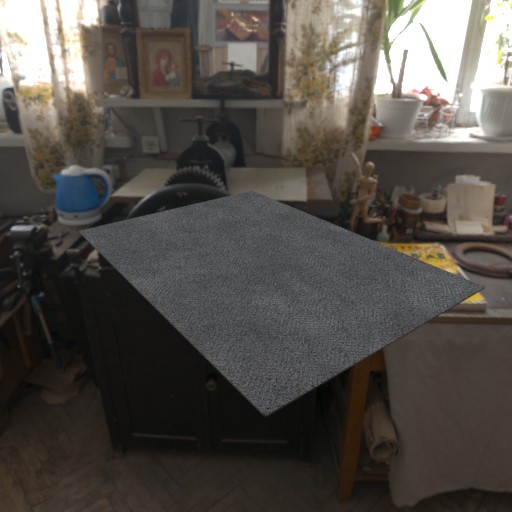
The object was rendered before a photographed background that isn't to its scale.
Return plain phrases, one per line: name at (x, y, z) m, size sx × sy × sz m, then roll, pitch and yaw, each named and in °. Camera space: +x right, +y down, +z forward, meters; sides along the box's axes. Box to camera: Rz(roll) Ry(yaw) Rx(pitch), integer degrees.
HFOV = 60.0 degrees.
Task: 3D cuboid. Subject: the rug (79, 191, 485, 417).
rug at (0.000, 0.000, 2.900) m, size 1.600 × 0.008 × 2.235 m, roll -18°, pitch 32°, yaw -33°
